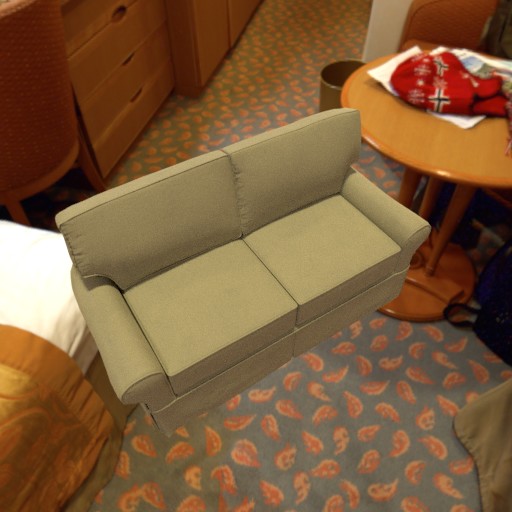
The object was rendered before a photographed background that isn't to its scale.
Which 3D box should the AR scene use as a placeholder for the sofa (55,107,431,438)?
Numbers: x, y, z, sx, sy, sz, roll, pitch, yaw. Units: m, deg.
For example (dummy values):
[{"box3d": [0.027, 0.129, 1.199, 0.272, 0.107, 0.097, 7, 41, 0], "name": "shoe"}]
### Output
[{"box3d": [0.000, 0.000, 2.371, 1.823, 1.024, 0.841, -26, 53, -21], "name": "sofa"}]
